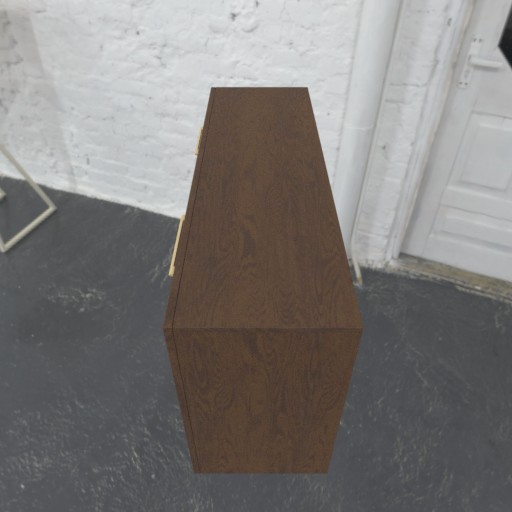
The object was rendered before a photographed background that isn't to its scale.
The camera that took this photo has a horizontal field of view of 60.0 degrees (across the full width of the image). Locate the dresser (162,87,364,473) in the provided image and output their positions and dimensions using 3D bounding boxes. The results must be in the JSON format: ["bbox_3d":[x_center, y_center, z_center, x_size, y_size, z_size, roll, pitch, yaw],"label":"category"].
[{"bbox_3d":[0.000,0.000,1.917,0.512,0.889,1.523,0,41,0],"label":"dresser"}]
